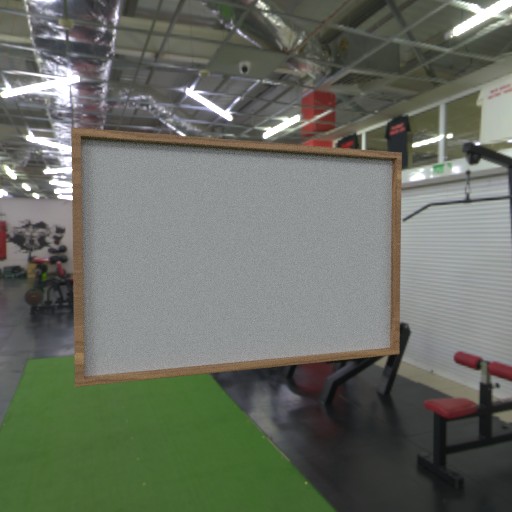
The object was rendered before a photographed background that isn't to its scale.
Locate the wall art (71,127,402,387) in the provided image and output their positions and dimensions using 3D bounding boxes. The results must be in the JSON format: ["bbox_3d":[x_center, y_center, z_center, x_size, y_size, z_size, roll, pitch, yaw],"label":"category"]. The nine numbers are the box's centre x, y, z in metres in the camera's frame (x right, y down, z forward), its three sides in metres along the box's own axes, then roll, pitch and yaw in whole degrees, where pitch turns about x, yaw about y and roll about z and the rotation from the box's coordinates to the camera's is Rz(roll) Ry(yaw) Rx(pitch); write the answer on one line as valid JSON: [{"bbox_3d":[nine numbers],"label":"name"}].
[{"bbox_3d":[0.000,0.000,1.490,1.137,0.756,0.034,-1,2,-19],"label":"wall art"}]
